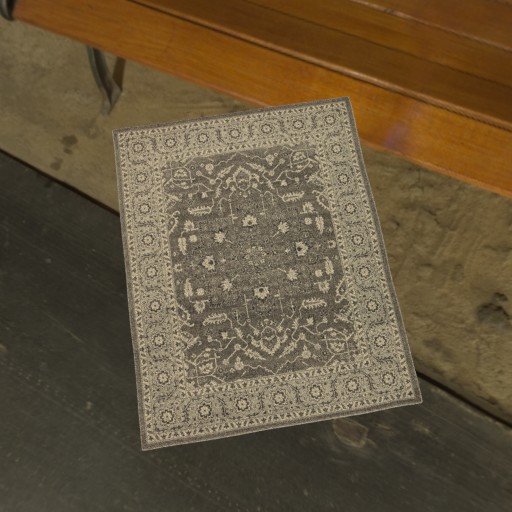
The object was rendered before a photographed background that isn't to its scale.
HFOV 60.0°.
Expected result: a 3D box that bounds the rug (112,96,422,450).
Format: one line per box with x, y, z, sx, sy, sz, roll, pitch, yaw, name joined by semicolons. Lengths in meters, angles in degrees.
0.000;0.000;4.172;2.451;0.026;3.069;-9;76;-2;rug
